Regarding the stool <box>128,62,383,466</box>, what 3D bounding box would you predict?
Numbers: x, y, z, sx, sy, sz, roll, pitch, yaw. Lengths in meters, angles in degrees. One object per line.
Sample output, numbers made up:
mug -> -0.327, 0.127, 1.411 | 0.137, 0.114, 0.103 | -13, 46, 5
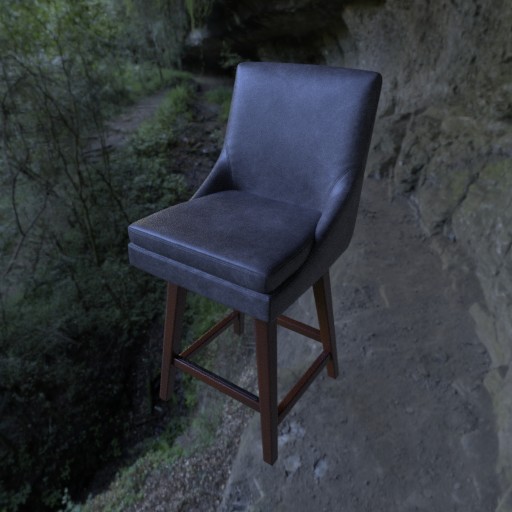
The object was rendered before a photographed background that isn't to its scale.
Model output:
stool -> 0.000, 0.000, 1.368 | 0.492, 1.046, 0.587 | 19, 34, 30
